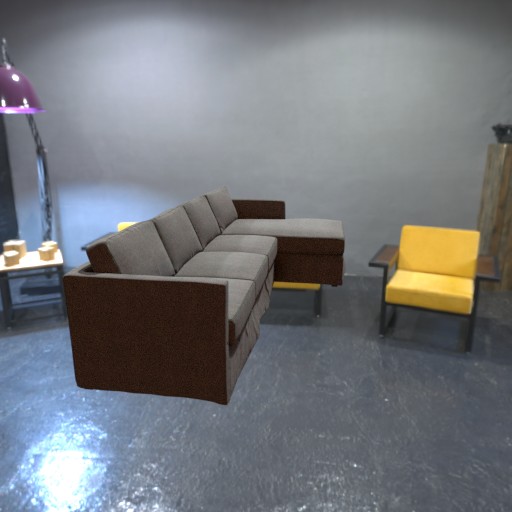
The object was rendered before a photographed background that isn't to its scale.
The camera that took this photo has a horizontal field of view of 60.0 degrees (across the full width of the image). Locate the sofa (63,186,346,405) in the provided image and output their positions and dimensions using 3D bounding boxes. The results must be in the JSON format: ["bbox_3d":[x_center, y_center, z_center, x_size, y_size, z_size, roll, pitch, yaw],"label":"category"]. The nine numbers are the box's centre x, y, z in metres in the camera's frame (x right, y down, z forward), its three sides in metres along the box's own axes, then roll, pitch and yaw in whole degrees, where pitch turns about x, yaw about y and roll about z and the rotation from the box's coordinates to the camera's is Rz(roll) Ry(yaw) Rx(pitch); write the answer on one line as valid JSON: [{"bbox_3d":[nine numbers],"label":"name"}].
[{"bbox_3d":[0.000,0.000,3.884,1.650,0.922,3.205,2,15,9],"label":"sofa"}]
